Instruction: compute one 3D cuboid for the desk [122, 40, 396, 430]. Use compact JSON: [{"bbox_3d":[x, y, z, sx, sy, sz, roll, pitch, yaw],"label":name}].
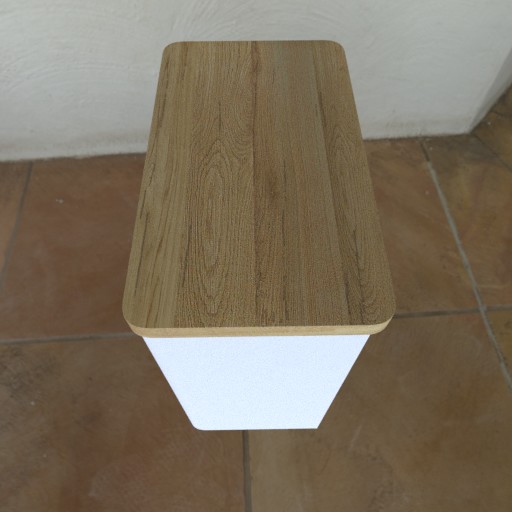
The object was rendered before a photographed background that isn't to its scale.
[{"bbox_3d":[0.000,0.000,1.226,0.440,0.790,0.760,-1,58,0],"label":"desk"}]
